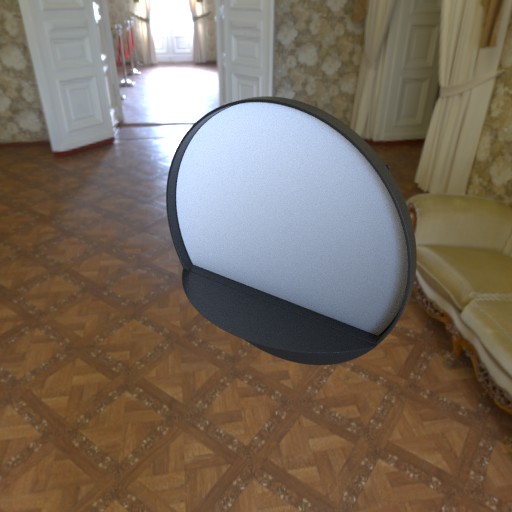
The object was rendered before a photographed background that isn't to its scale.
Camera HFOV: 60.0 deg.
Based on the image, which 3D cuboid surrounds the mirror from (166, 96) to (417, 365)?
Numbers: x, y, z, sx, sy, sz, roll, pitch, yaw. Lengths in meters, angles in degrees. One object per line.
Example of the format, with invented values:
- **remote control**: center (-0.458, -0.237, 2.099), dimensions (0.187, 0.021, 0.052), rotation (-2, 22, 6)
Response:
- **mirror**: center (0.000, 0.000, 0.694), dimensions (0.457, 0.457, 0.133), rotation (19, 35, 29)
